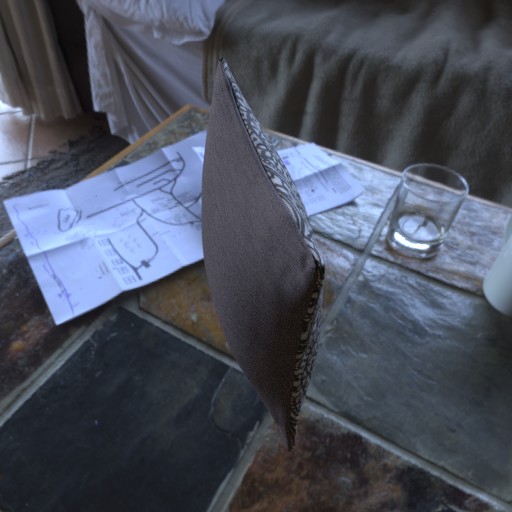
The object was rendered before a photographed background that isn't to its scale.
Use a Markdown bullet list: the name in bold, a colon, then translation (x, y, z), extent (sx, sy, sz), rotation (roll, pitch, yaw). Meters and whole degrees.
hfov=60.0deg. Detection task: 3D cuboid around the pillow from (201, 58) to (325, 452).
- **pillow**: translation (0.000, 0.000, 0.660), extent (0.148, 0.417, 0.436), rotation (-11, 48, -10)
